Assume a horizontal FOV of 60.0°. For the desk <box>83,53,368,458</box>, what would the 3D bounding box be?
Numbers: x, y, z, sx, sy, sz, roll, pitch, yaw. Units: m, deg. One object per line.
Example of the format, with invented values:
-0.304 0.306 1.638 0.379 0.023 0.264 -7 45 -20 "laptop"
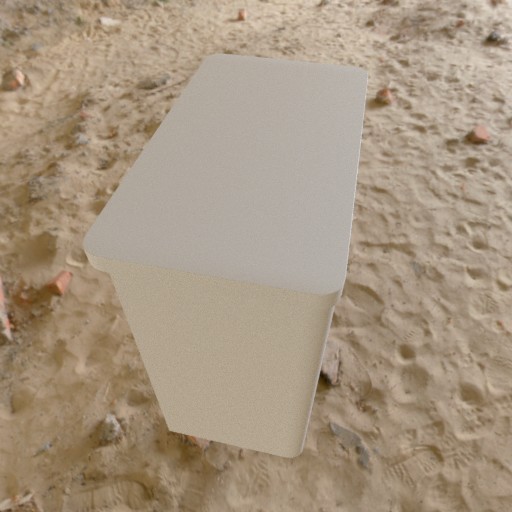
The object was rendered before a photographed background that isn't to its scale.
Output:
0.000 0.000 1.244 0.446 0.760 0.790 9 48 8 "desk"
